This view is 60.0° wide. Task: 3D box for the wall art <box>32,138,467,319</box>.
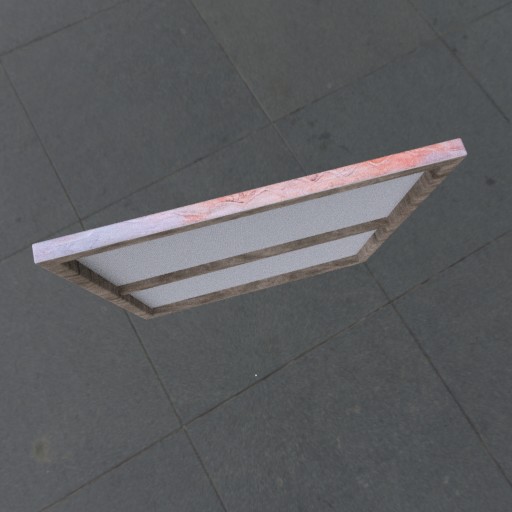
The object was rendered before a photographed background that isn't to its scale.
[{"bbox_3d":[0.000,0.000,1.100,0.747,0.747,0.035,-15,75,-4],"label":"wall art"}]
